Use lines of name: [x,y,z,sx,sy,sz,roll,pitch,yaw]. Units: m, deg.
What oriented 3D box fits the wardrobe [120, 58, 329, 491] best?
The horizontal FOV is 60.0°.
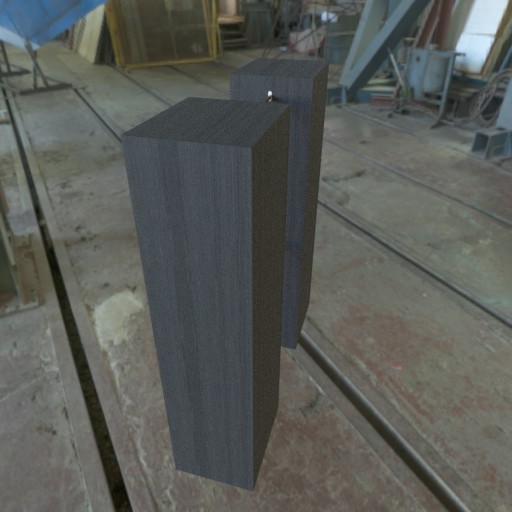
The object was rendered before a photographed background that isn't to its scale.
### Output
wardrobe: [0.000,0.000,2.752,0.480,2.000,1.770,9,33,14]
